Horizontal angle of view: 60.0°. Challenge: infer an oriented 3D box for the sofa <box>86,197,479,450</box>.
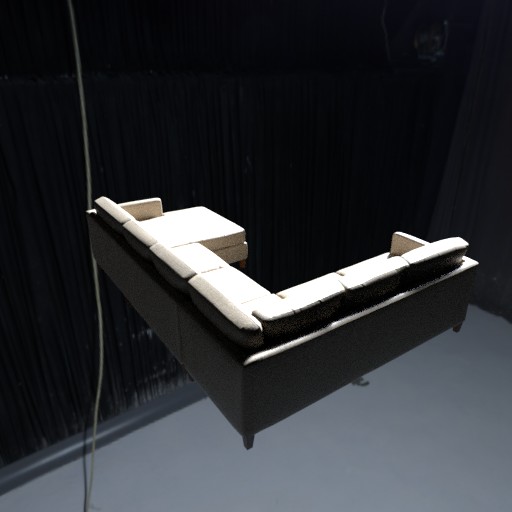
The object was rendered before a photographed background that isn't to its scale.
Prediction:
[{"bbox_3d":[0.000,0.000,4.728,2.594,0.961,3.460,-16,30,-31],"label":"sofa"}]
